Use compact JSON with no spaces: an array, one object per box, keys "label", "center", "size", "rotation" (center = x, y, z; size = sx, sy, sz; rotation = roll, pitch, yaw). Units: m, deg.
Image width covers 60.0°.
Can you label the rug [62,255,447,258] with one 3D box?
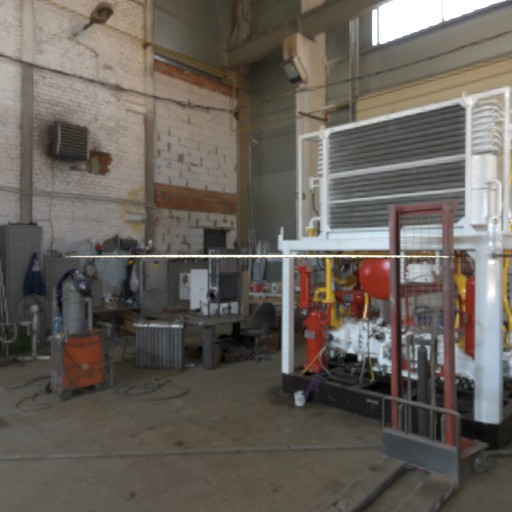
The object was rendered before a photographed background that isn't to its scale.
[{"label":"rug","center":[0.000,0.000,4.383],"size":[2.464,0.010,3.327],"rotation":[0,0,-1]}]
